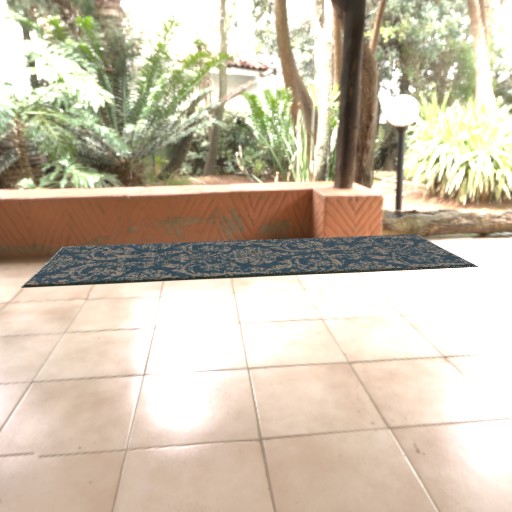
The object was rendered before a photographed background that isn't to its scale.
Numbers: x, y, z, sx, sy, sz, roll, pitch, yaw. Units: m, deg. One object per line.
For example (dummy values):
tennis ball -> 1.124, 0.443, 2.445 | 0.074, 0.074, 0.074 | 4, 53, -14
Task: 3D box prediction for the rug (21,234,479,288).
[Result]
rug -> 0.000, 0.000, 2.421 | 2.196, 0.011, 0.662 | -2, 17, -7
